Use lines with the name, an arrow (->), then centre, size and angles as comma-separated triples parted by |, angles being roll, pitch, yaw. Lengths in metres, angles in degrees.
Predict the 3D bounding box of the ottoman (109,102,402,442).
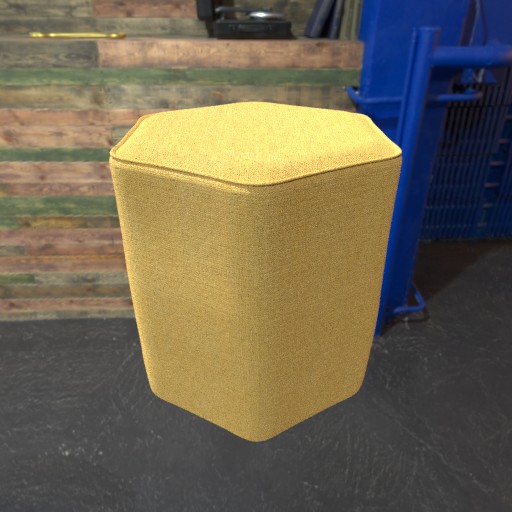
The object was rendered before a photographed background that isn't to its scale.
ottoman -> 0.000, 0.000, 0.864 | 0.443, 0.502, 0.494 | 0, 30, -1
